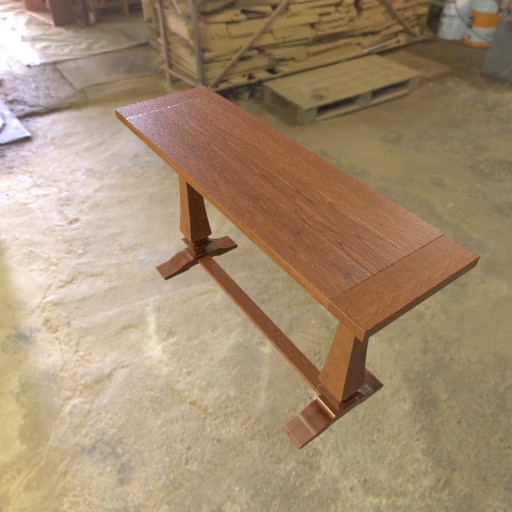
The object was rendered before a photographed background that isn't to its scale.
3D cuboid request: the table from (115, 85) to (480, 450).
[{"bbox_3d":[0.000,0.000,1.845,0.461,0.852,1.478,-26,48,-25],"label":"table"}]
